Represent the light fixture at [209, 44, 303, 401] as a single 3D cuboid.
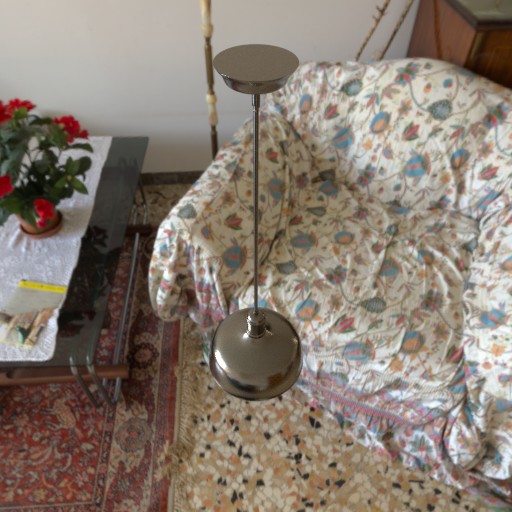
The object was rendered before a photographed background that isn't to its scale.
[{"bbox_3d":[0.000,0.000,1.070,0.299,0.935,0.299,-31,54,-26],"label":"light fixture"}]
